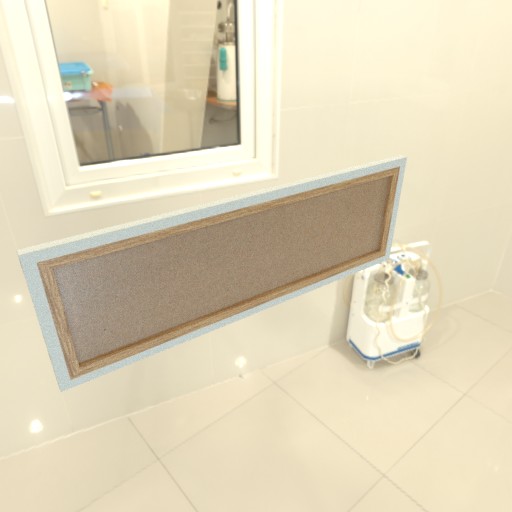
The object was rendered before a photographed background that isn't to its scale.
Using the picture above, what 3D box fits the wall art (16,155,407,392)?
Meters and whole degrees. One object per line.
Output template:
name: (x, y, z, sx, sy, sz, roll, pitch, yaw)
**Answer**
wall art: (0.000, 0.000, 1.667, 1.520, 0.507, 0.039, -18, 35, -28)
